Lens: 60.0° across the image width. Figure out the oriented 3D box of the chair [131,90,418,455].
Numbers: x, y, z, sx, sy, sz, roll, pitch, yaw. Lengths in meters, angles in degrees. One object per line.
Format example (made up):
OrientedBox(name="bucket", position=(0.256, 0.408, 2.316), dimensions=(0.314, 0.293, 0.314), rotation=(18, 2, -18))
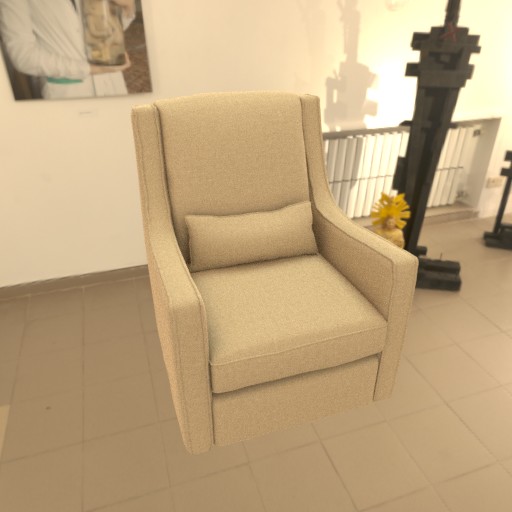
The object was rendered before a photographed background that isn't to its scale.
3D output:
OrientedBox(name="chair", position=(0.000, 0.000, 1.576), dimensions=(0.732, 0.993, 0.879), rotation=(-10, 32, -16))
